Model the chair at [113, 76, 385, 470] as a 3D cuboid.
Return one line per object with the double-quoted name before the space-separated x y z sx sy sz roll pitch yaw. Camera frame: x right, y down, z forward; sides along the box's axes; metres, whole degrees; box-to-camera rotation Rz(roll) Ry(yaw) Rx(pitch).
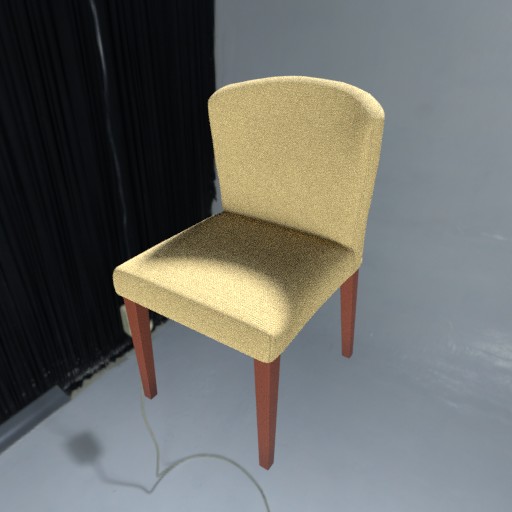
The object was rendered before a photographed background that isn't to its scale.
"chair" 0.000 0.000 1.192 0.491 0.839 0.589 18 34 29
